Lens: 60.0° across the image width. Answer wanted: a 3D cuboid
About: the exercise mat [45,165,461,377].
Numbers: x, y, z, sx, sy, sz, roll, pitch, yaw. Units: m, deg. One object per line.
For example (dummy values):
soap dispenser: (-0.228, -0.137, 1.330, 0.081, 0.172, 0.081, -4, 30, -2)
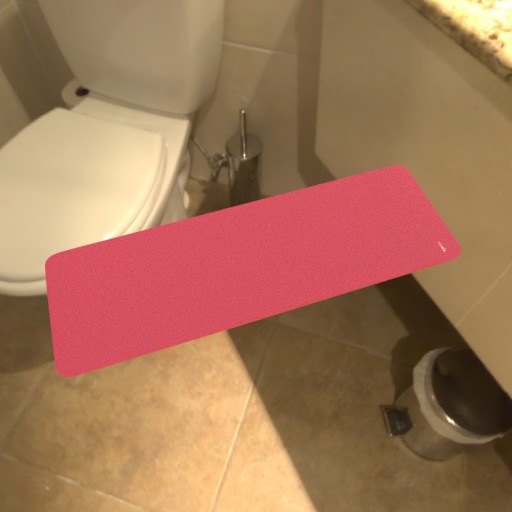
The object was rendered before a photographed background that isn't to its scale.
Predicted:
exercise mat: (0.000, 0.000, 2.075, 1.884, 0.021, 0.616, -16, 59, -10)
